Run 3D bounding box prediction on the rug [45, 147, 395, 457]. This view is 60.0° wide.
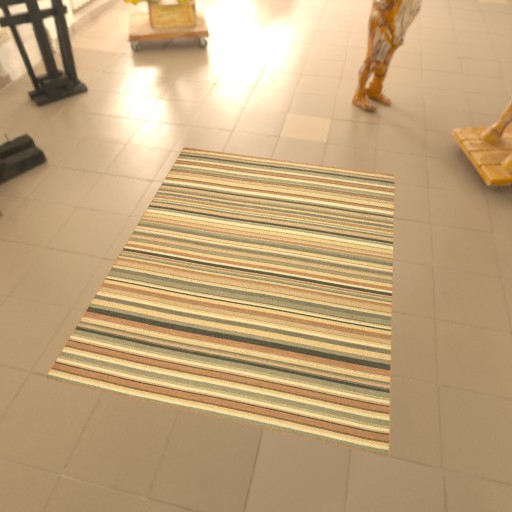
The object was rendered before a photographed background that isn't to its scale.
[{"bbox_3d":[0.000,0.000,4.020,2.436,0.011,3.045,9,48,9],"label":"rug"}]
